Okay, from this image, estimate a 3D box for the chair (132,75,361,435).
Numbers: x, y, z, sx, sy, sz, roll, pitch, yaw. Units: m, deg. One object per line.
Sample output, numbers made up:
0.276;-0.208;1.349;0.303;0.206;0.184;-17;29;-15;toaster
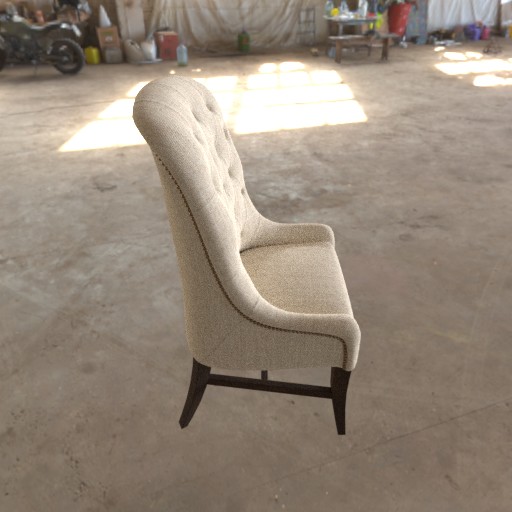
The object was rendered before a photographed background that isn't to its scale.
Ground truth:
0.000;0.000;1.474;0.629;1.091;0.634;0;33;0;chair
